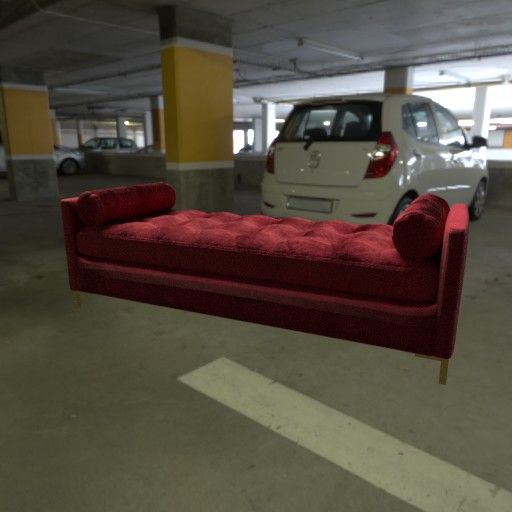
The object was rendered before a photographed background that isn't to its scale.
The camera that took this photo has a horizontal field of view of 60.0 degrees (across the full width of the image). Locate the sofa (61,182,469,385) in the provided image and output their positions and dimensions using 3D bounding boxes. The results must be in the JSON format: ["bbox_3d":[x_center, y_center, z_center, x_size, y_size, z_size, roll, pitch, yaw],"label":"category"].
[{"bbox_3d":[0.000,0.000,2.470,2.102,0.705,0.796,7,16,24],"label":"sofa"}]
